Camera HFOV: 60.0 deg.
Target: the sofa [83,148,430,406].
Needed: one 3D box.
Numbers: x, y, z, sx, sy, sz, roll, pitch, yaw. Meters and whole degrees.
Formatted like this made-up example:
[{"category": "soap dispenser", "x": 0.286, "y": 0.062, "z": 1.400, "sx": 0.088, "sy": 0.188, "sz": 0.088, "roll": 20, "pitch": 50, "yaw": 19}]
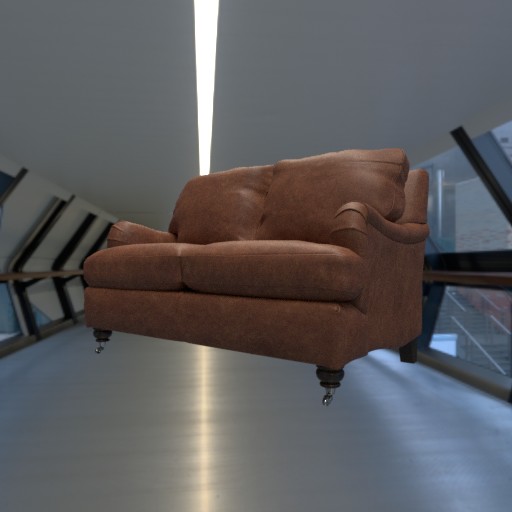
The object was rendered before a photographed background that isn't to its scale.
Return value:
[{"category": "sofa", "x": 0.000, "y": 0.000, "z": 2.255, "sx": 1.527, "sy": 1.004, "sz": 1.077, "roll": 0, "pitch": 0, "yaw": 38}]
